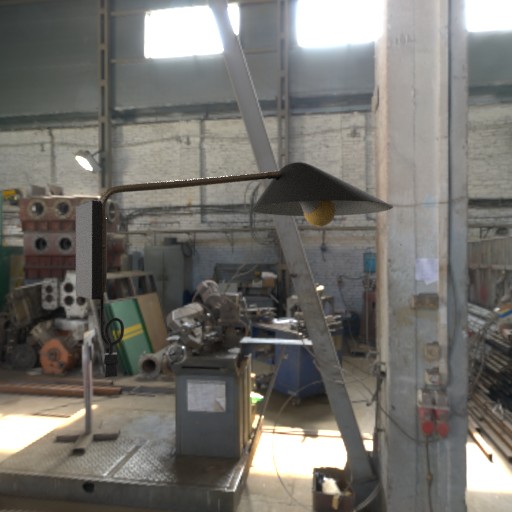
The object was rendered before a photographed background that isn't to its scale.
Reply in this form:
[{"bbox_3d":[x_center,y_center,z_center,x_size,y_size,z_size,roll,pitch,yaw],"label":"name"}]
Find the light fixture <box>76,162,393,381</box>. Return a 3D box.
[{"bbox_3d":[0.000,0.000,0.688,0.516,0.312,0.240,0,0,-36],"label":"light fixture"}]
